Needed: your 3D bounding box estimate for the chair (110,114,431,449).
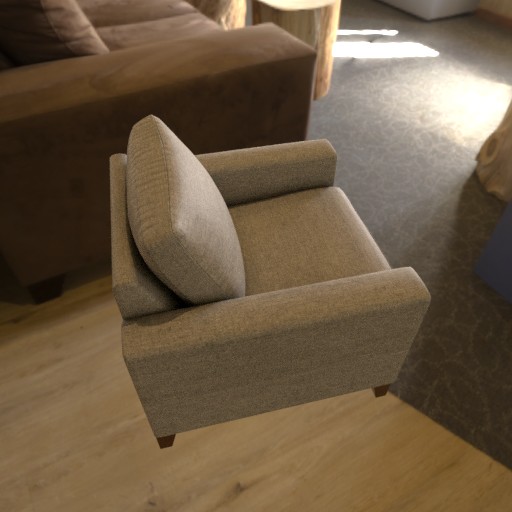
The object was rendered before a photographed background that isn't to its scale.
[{"bbox_3d":[0.000,0.000,1.850,1.038,1.010,1.024,-10,47,-9],"label":"chair"}]
